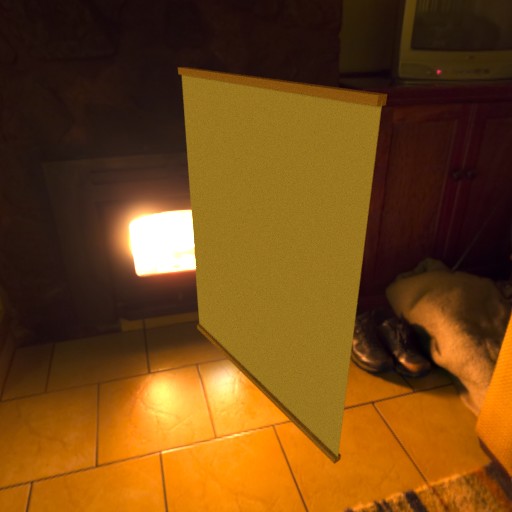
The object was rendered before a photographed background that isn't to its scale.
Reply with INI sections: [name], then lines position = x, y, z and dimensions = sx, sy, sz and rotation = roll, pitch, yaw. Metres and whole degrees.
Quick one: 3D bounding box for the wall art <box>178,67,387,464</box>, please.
[wall art]
position = 0.000, 0.000, 0.677
dimensions = 0.012, 0.508, 0.405
rotation = -18, 32, -32
